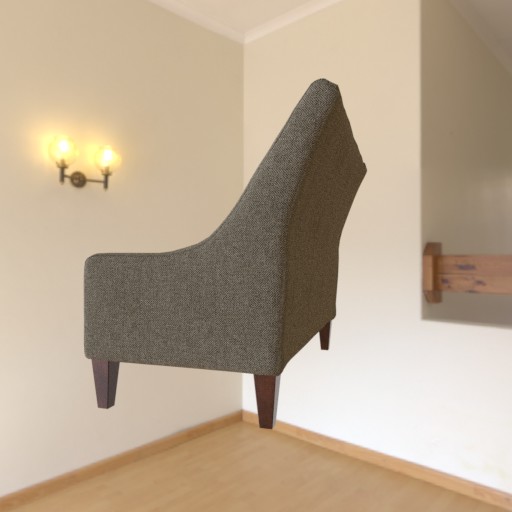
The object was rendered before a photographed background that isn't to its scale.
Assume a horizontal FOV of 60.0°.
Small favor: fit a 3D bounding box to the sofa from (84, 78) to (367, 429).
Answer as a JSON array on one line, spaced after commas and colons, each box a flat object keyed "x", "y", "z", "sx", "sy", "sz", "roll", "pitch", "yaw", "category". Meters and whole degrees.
[{"x": 0.000, "y": 0.000, "z": 1.935, "sx": 0.870, "sy": 1.021, "sz": 1.242, "roll": 0, "pitch": 0, "yaw": 18, "category": "sofa"}]
